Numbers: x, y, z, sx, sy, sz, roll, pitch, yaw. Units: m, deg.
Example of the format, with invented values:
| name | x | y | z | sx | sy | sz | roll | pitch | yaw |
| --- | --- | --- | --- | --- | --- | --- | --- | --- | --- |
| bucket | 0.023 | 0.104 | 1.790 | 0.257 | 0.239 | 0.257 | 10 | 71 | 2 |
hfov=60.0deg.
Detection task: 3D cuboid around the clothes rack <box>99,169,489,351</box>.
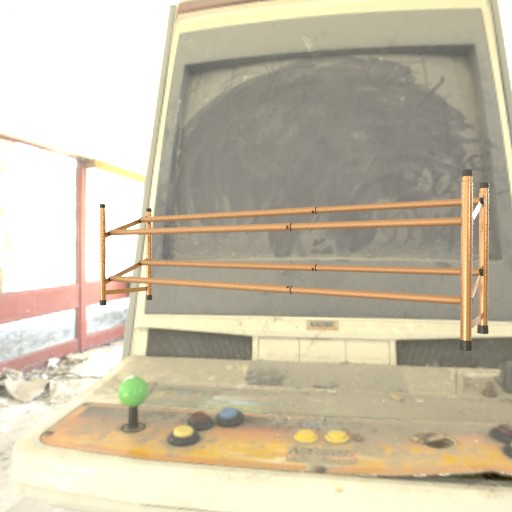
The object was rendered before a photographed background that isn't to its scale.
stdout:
| name | x | y | z | sx | sy | sz | roll | pitch | yaw |
| --- | --- | --- | --- | --- | --- | --- | --- | --- | --- |
| clothes rack | 0.000 | 0.000 | 1.273 | 1.168 | 0.349 | 0.229 | 1 | 1 | 35 |
